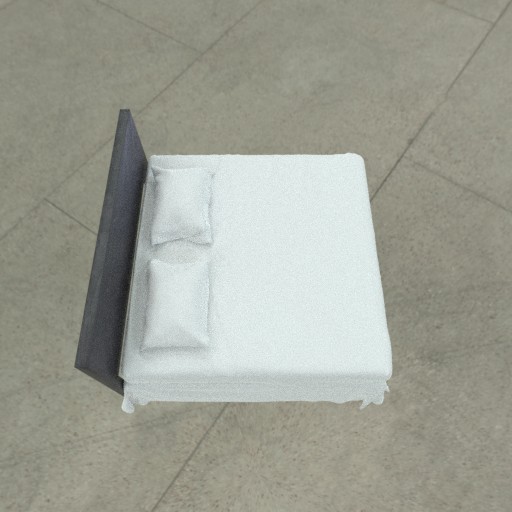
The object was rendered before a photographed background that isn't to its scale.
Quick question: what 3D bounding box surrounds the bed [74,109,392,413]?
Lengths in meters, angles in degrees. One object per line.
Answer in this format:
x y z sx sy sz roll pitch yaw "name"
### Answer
0.000 0.000 3.551 2.165 1.158 2.255 0 64 0 "bed"
